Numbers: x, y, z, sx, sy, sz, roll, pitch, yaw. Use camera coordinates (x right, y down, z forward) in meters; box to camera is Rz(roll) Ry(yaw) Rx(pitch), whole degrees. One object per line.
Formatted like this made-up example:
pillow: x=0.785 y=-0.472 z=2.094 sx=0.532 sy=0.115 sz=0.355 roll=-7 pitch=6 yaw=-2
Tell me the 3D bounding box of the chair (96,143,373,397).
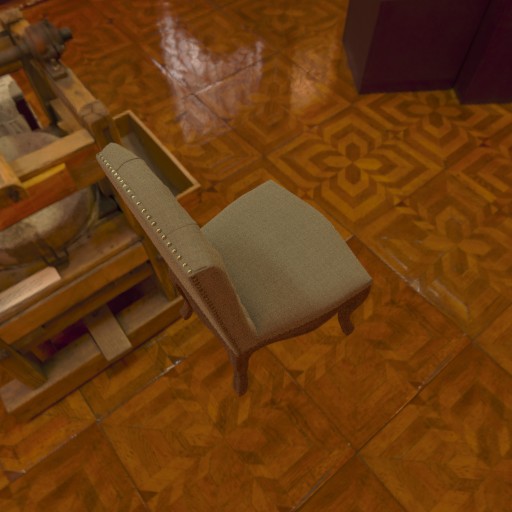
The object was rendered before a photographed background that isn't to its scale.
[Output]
chair: x=0.000 y=0.000 z=1.635 sx=0.731 sy=1.191 sz=0.637 roll=-32 pitch=63 yaw=-19
